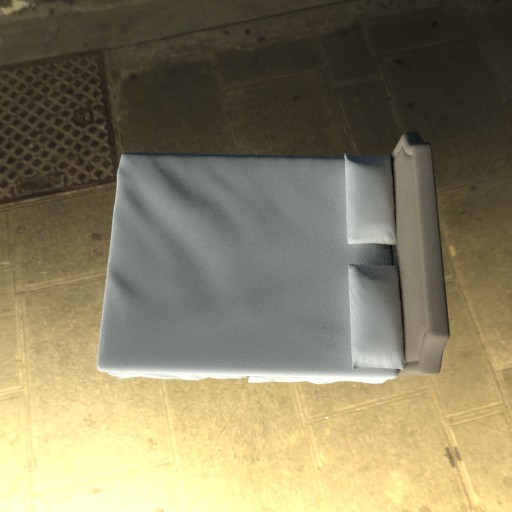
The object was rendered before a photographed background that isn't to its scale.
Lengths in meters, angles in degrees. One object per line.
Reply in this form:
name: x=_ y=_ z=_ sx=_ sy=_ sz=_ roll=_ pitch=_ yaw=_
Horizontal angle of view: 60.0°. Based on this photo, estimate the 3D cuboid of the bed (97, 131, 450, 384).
bed: x=0.000 y=0.000 z=3.588 sx=2.498 sy=1.293 sz=1.977 roll=1 pitch=74 yaw=0
